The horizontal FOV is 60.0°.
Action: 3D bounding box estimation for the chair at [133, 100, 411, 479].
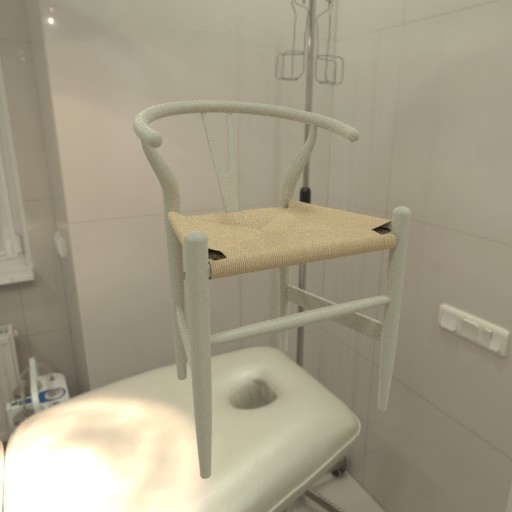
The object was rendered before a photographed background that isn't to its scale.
[{"bbox_3d":[0.000,0.000,1.088,0.533,0.736,0.500,-9,19,-26],"label":"chair"}]
